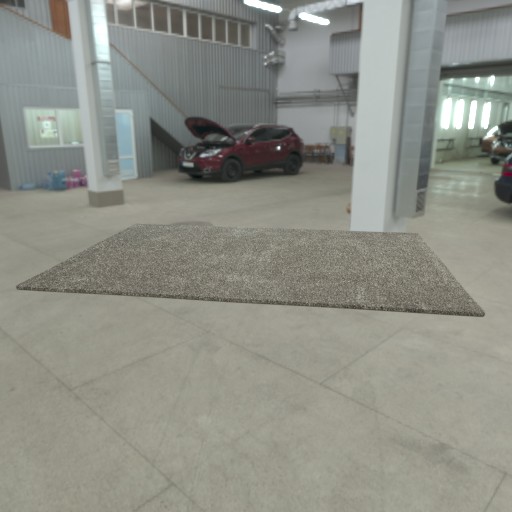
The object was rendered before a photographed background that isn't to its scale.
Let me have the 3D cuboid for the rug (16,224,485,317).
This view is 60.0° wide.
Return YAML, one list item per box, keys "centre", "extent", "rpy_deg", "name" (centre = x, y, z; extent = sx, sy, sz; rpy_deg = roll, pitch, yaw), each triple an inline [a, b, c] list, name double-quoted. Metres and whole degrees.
- centre: [0.000, 0.000, 3.361]
  extent: [2.699, 0.026, 1.802]
  rpy_deg: [2, 17, 8]
  name: "rug"
